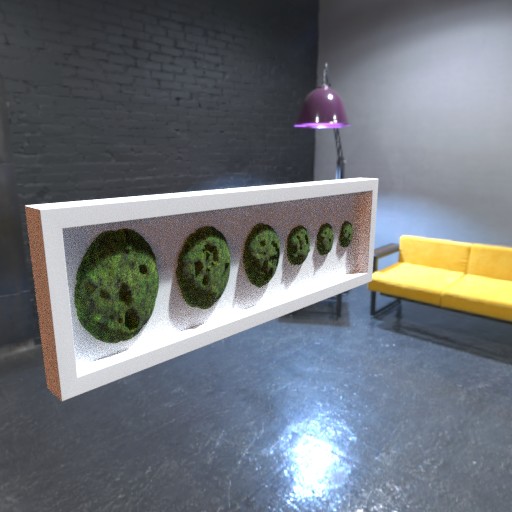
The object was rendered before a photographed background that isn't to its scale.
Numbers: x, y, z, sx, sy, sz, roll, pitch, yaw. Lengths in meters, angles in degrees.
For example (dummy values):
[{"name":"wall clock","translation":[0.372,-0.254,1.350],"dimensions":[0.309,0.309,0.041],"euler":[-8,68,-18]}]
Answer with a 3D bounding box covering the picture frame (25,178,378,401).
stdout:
[{"name":"picture frame","translation":[0.000,0.000,0.821],"dimensions":[0.759,0.250,0.050],"euler":[-13,19,-43]}]
